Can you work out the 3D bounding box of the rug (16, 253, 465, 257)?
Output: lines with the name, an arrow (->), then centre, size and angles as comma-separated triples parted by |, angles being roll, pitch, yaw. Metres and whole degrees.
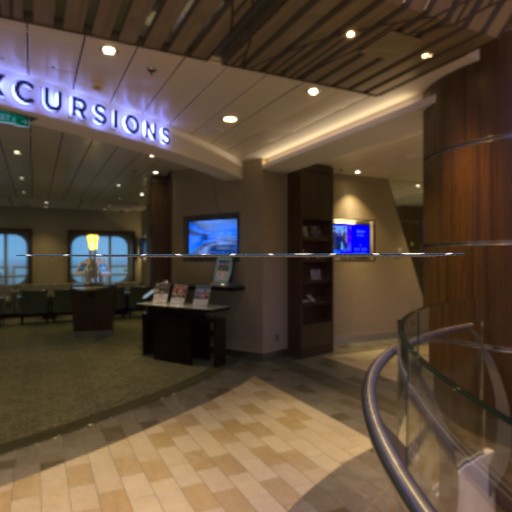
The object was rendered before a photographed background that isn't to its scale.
rug -> 0.000, 0.000, 4.277 | 3.353, 0.010, 2.438 | 0, 0, 17
